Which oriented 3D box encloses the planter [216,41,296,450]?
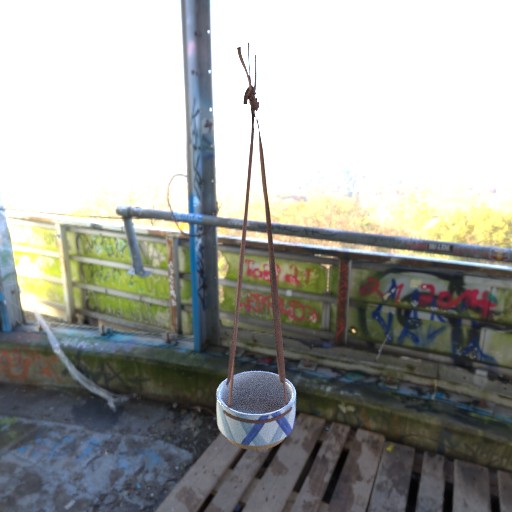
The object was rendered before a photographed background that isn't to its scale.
[{"bbox_3d":[0.000,0.000,0.827,0.166,0.751,0.166,8,18,26],"label":"planter"}]
